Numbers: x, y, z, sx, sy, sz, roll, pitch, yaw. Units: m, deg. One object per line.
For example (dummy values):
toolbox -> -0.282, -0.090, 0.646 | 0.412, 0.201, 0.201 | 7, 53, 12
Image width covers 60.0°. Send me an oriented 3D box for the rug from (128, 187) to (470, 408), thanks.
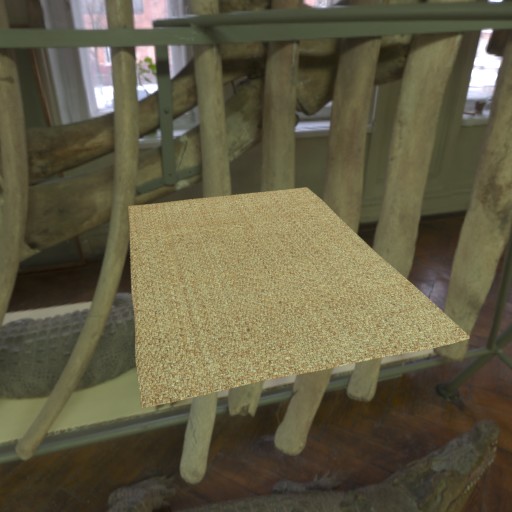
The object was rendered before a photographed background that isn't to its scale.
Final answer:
rug -> 0.000, 0.000, 2.813 | 1.566, 0.013, 2.141 | -8, 30, -14
